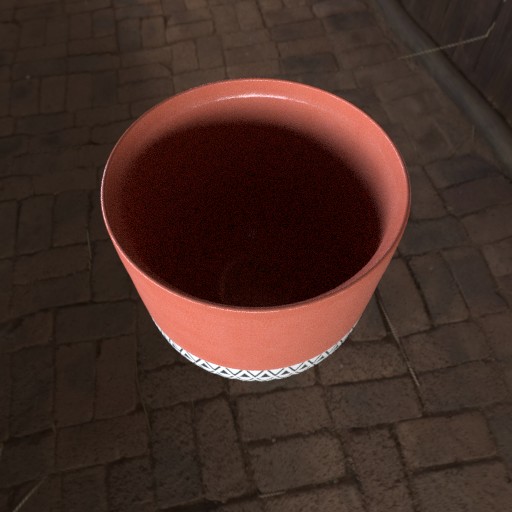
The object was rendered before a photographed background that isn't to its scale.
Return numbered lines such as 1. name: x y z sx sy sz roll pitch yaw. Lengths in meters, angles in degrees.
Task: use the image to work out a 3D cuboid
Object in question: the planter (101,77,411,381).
1. planter: 0.000 0.000 0.498 0.266 0.270 0.266 0 58 0
